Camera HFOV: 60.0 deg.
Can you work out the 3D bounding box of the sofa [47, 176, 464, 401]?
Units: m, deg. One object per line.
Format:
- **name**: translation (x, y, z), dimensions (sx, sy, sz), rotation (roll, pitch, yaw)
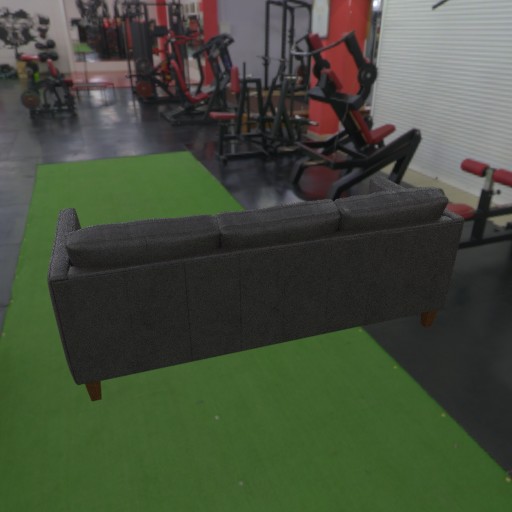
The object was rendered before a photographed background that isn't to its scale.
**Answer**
- **sofa**: translation (0.000, 0.000, 3.020), dimensions (2.464, 1.006, 1.045), rotation (-8, 28, -16)
